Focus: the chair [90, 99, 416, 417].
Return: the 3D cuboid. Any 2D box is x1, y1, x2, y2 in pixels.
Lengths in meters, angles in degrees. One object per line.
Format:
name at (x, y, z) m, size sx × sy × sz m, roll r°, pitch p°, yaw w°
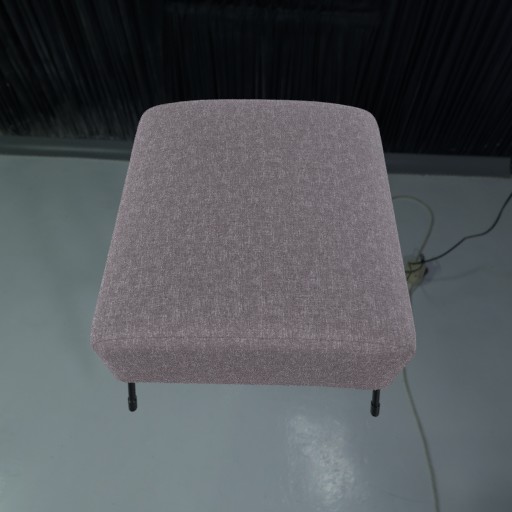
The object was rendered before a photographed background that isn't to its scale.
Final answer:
chair at (0.000, 0.000, 0.898) m, size 0.530 × 0.410 × 0.530 m, roll 1°, pitch 58°, yaw 1°
